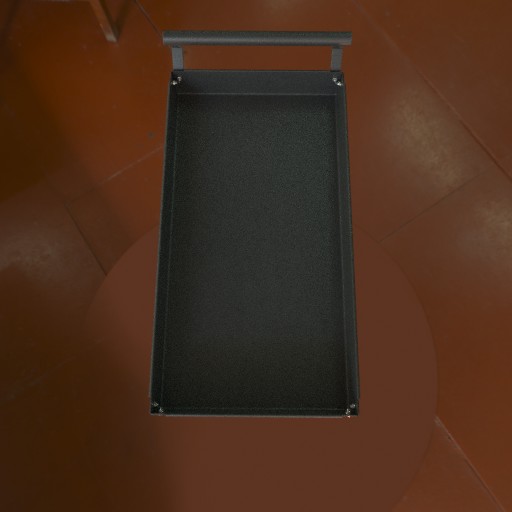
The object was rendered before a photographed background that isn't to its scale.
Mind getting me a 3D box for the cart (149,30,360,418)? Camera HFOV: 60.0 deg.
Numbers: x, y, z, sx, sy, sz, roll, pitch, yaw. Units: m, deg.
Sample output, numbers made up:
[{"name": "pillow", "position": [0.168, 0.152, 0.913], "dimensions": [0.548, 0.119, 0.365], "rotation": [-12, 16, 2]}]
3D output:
[{"name": "cart", "position": [0.000, 0.000, 1.150], "dimensions": [0.366, 0.780, 0.719], "rotation": [0, 76, 0]}]
